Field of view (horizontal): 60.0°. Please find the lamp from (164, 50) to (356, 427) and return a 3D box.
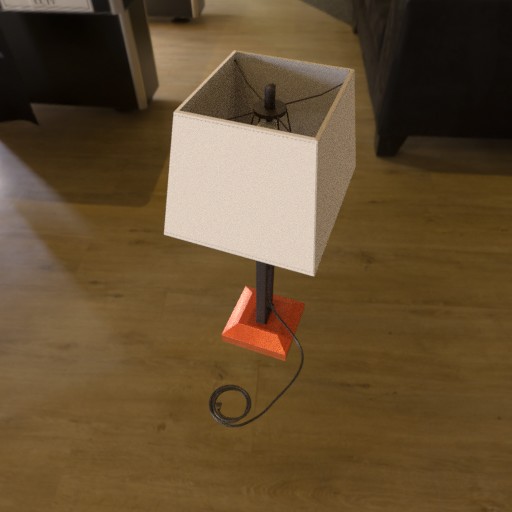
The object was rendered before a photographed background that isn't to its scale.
[{"bbox_3d":[0.000,0.000,0.994,0.310,0.737,0.498,16,49,14],"label":"lamp"}]
